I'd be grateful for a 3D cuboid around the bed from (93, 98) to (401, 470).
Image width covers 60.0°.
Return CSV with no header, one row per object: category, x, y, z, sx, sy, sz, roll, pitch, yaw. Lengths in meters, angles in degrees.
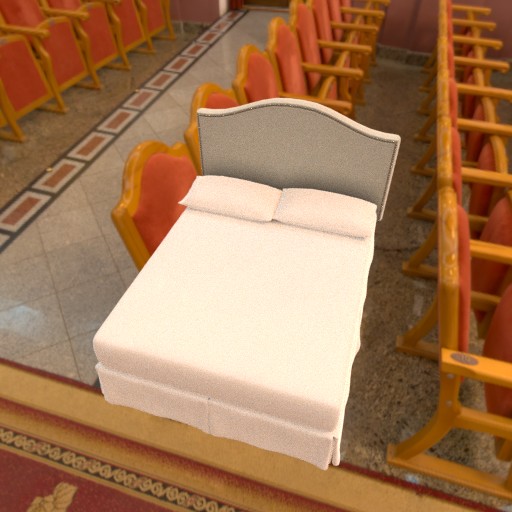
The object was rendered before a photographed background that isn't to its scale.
bed,0.000,0.000,3.379,1.813,1.607,2.180,12,44,13
